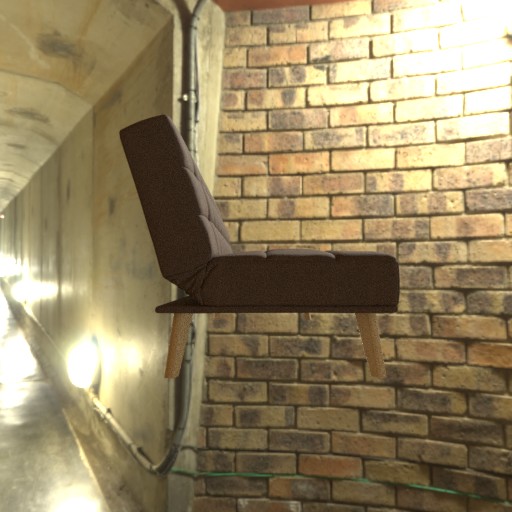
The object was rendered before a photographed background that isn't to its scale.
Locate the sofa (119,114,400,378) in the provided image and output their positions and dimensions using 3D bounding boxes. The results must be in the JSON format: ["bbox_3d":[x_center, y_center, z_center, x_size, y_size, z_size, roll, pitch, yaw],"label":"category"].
[{"bbox_3d":[0.000,0.000,2.227,0.860,0.810,1.800,0,-2,-1],"label":"sofa"}]
